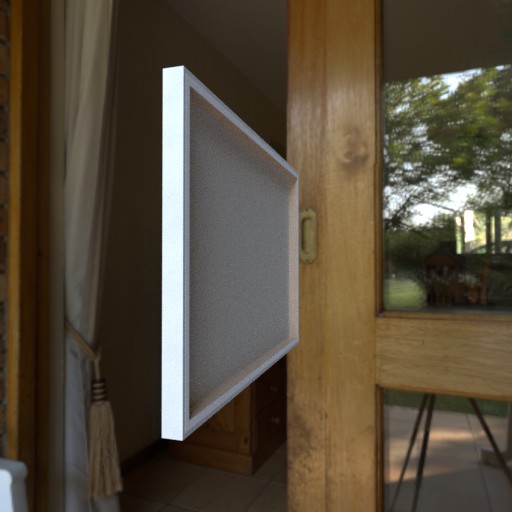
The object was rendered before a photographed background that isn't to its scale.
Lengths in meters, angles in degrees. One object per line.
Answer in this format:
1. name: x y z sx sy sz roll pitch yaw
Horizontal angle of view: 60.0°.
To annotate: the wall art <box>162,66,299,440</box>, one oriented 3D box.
1. wall art: 0.000 0.000 1.163 0.038 0.610 0.915 0 -1 17
